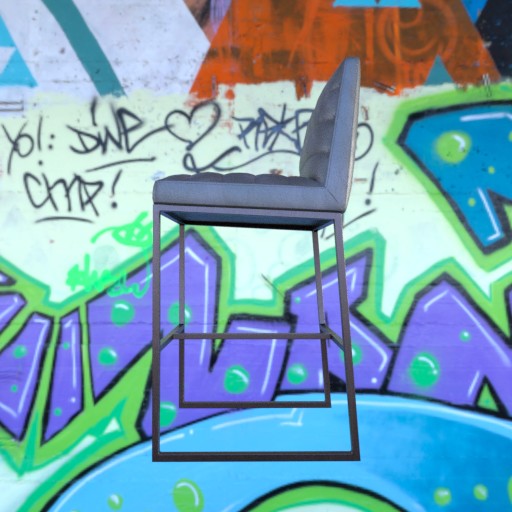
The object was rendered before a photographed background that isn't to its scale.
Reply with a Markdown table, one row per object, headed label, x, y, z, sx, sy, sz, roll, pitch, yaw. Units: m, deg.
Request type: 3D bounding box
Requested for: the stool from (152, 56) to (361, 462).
| label | x | y | z | sx | sy | sz | roll | pitch | yaw |
| --- | --- | --- | --- | --- | --- | --- | --- | --- | --- |
| stool | 0.000 | 0.000 | 1.367 | 0.562 | 1.065 | 0.463 | 0 | -1 | -1 |
